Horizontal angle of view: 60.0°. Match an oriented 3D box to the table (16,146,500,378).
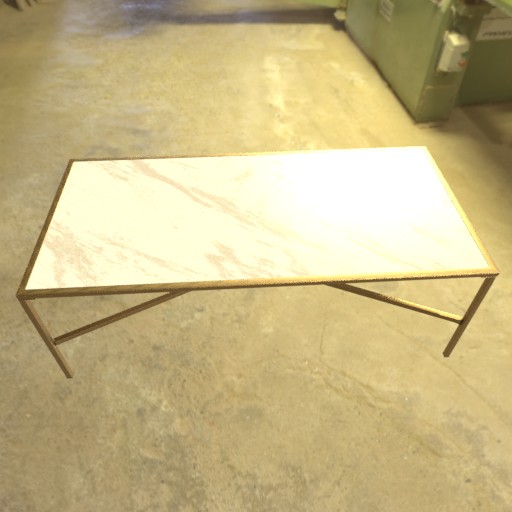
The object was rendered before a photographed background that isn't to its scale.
[{"bbox_3d":[0.000,0.000,1.435,1.197,0.405,0.577,-3,46,-2],"label":"table"}]
